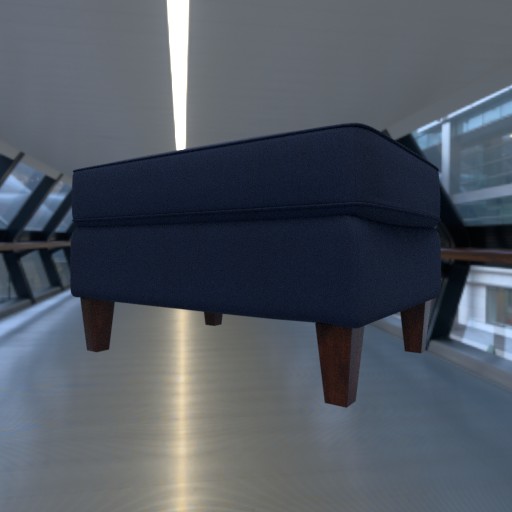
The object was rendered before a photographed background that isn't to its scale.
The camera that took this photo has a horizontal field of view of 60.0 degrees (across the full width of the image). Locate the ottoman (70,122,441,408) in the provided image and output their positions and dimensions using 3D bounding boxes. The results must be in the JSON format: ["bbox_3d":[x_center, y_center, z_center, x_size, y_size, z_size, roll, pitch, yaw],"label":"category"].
[{"bbox_3d":[0.000,0.000,1.363,0.965,0.584,0.686,1,1,35],"label":"ottoman"}]
